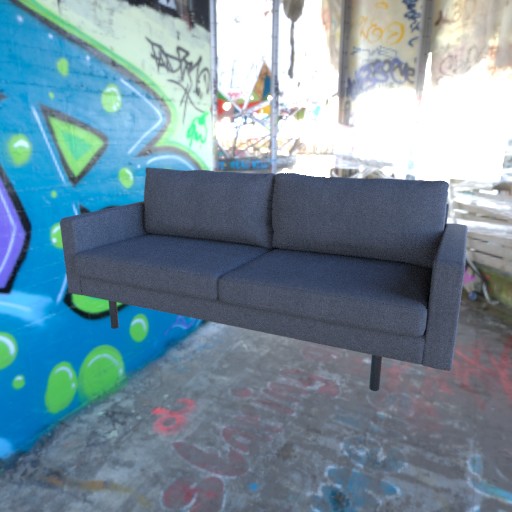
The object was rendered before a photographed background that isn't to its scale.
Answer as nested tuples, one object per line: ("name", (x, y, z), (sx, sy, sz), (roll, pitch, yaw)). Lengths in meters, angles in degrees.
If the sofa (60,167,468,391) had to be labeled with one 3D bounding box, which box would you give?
("sofa", (0.000, 0.000, 2.475), (2.100, 0.880, 0.880), (7, 17, 24))
